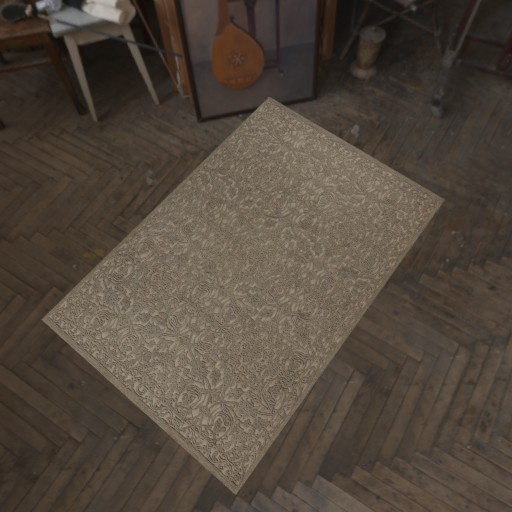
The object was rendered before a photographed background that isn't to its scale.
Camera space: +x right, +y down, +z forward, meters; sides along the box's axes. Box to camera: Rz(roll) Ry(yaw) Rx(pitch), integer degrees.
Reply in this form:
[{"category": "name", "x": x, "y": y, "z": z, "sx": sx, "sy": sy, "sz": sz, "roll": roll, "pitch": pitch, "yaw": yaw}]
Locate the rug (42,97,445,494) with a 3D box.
[{"category": "rug", "x": 0.000, "y": 0.000, "z": 2.305, "sx": 1.221, "sy": 0.006, "sz": 1.827, "roll": 35, "pitch": 70, "yaw": 15}]
